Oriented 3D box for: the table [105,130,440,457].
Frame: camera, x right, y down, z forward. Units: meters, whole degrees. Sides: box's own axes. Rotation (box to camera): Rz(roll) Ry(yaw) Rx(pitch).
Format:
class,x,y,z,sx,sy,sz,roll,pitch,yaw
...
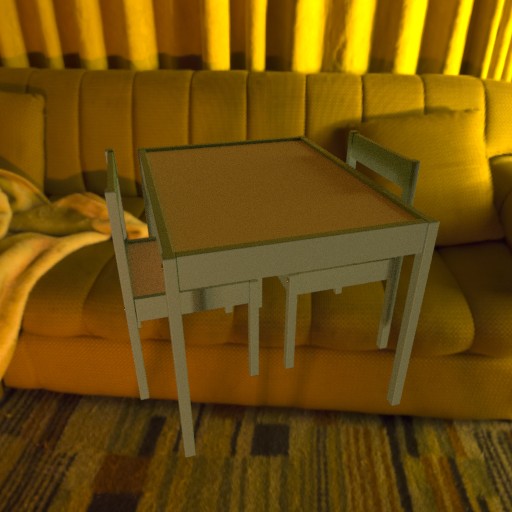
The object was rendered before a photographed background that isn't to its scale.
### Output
class,x,y,z,sx,sy,sz,roll,pitch,yaw
table,0.000,0.000,1.084,0.633,0.503,0.639,-8,30,-14
